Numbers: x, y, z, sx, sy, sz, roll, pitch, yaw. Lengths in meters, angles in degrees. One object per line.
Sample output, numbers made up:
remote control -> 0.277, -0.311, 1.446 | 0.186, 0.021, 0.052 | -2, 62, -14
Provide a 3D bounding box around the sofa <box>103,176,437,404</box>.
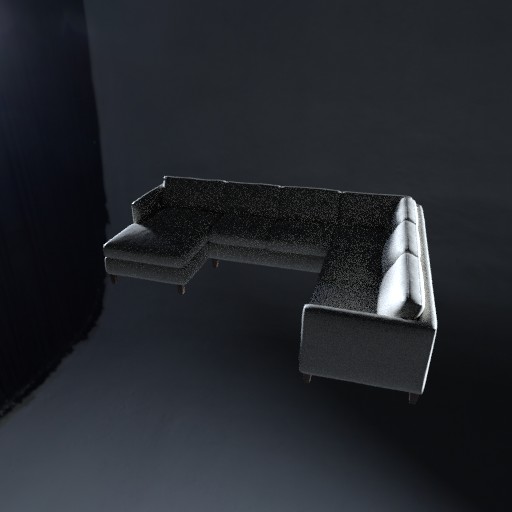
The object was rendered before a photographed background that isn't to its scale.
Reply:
sofa -> 0.000, 0.000, 4.500 | 3.238, 0.853, 2.551 | 7, 27, 15
